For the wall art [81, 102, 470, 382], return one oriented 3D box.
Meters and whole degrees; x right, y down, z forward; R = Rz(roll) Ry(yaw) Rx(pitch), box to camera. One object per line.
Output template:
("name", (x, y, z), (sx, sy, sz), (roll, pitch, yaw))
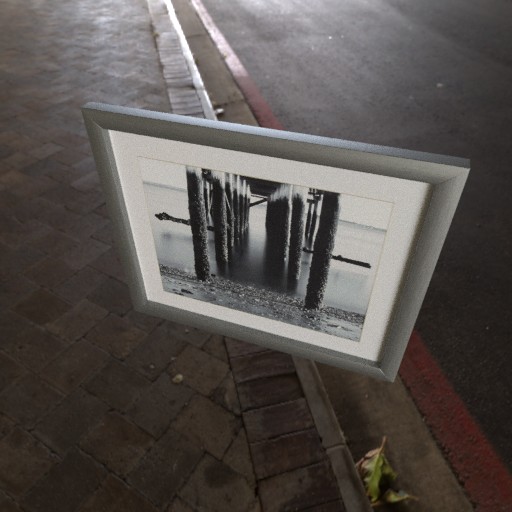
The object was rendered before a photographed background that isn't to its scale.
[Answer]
("wall art", (0.000, 0.000, 0.761), (0.556, 0.457, 0.028), (13, 43, 14))
